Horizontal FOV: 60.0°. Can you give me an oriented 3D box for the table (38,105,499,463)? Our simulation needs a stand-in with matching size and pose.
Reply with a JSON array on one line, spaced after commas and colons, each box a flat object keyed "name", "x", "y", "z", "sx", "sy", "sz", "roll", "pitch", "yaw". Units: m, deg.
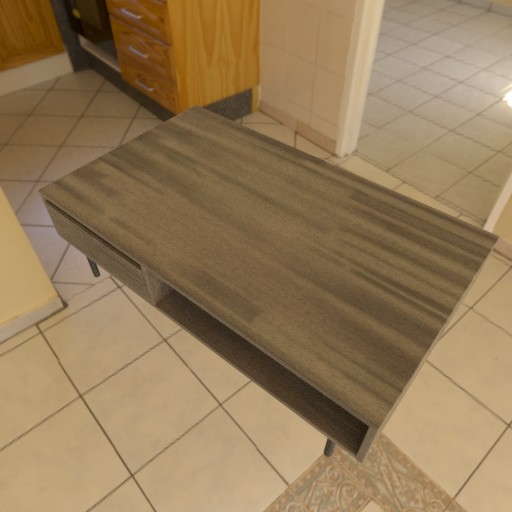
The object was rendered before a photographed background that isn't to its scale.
[{"name": "table", "x": 0.000, "y": 0.000, "z": 1.324, "sx": 1.088, "sy": 0.347, "sz": 0.643, "roll": 31, "pitch": 54, "yaw": 26}]
